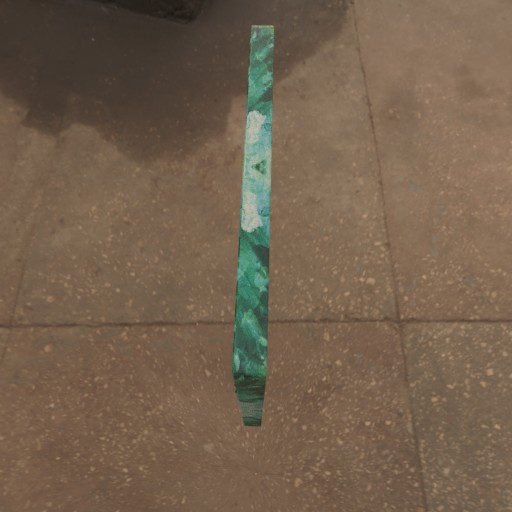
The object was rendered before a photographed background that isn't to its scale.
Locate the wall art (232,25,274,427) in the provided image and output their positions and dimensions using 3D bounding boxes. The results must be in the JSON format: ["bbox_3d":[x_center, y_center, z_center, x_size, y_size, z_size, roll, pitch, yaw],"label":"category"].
[{"bbox_3d":[0.000,0.000,0.764,0.038,0.508,0.507,2,64,1],"label":"wall art"}]
